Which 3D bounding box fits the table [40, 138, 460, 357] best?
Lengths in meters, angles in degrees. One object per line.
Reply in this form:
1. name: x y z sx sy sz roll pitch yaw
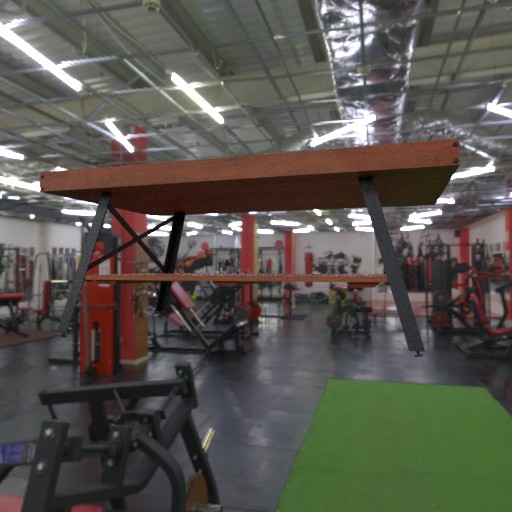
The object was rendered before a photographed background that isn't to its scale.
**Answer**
1. table: 0.000 0.000 1.353 1.067 0.457 0.610 -1 -2 17
